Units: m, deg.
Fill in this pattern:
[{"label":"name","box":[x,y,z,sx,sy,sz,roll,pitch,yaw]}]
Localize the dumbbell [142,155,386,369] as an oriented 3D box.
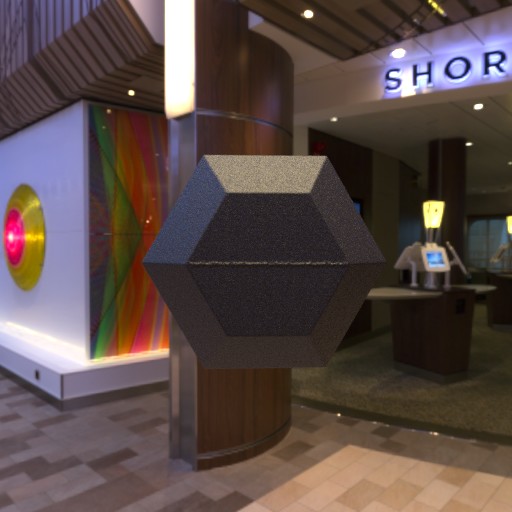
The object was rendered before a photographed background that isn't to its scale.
[{"label":"dumbbell","box":[0.000,0.000,0.473,0.173,0.150,0.384,0,2,-2]}]
